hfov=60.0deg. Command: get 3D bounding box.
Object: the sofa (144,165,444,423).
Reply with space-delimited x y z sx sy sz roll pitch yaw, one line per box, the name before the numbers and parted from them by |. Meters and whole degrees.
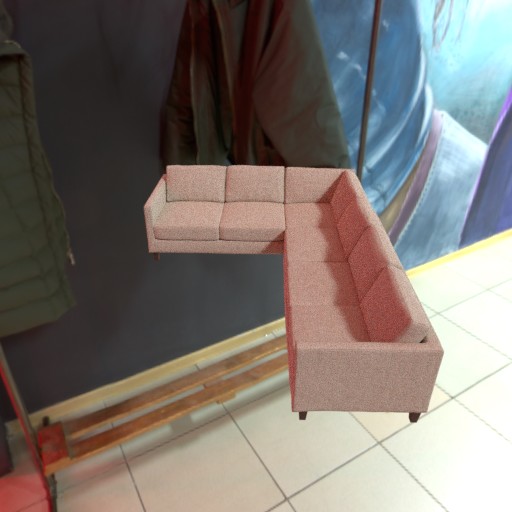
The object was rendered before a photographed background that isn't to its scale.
sofa | 0.000 0.000 4.252 2.432 0.863 3.182 1 30 1
